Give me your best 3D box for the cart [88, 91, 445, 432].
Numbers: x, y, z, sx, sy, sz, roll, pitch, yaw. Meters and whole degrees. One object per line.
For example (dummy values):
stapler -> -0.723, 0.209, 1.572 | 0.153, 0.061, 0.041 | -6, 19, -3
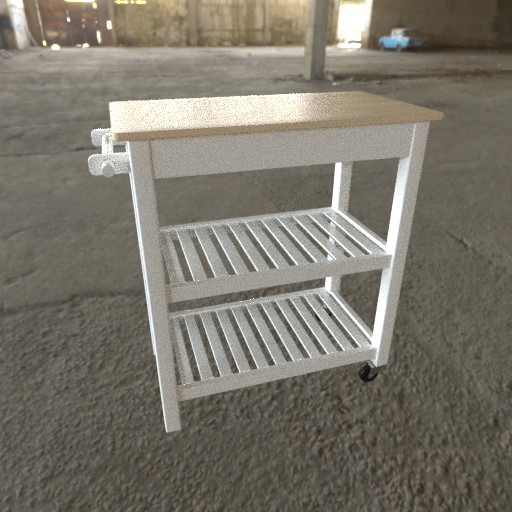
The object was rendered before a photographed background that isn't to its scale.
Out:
cart -> 0.000, 0.000, 1.443 | 0.899, 0.927, 0.457 | -8, 29, -15
